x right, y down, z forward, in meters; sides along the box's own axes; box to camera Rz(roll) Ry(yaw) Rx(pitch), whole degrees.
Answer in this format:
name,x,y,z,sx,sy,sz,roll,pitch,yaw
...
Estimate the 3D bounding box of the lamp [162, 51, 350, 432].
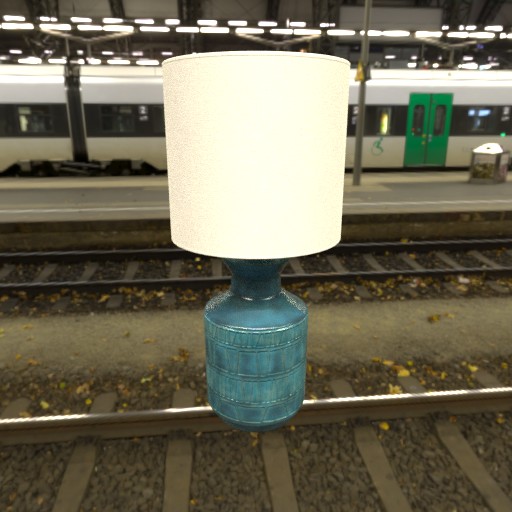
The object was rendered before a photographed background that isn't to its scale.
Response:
name,x,y,z,sx,sy,sz,roll,pitch,yaw
lamp,0.000,0.000,0.572,0.211,0.455,0.211,-8,19,-26
